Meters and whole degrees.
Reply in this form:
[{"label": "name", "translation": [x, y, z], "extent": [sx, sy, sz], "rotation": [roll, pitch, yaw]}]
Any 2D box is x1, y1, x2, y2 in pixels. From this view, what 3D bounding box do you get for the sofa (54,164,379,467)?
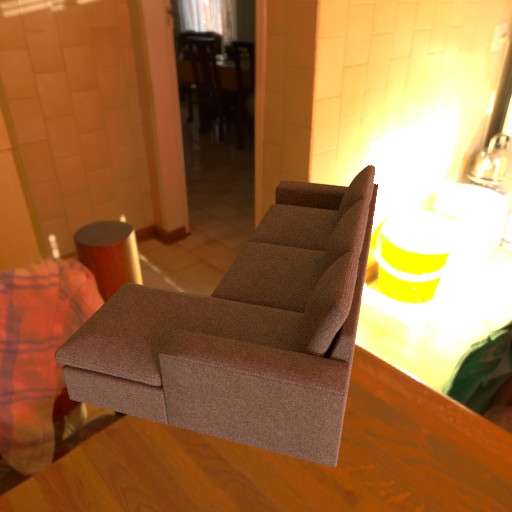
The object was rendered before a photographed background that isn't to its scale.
[{"label": "sofa", "translation": [0.000, 0.000, 3.476], "extent": [1.689, 0.940, 2.718], "rotation": [8, 31, 14]}]
